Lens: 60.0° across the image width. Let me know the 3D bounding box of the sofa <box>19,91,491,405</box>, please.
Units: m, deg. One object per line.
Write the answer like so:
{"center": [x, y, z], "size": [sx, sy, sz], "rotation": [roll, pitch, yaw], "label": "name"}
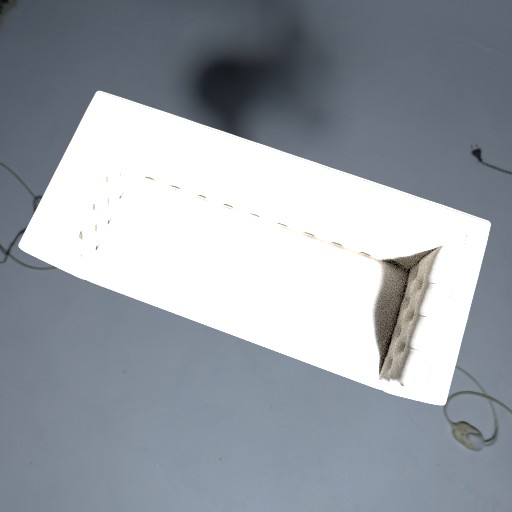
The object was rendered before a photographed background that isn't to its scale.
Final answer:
{"center": [0.000, 0.000, 2.165], "size": [1.778, 0.762, 0.775], "rotation": [20, 77, 5], "label": "sofa"}
